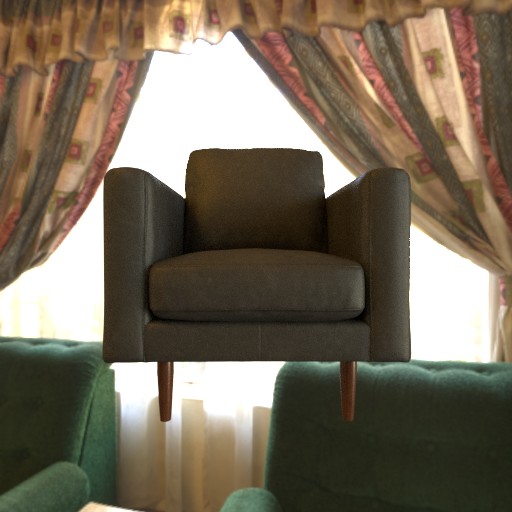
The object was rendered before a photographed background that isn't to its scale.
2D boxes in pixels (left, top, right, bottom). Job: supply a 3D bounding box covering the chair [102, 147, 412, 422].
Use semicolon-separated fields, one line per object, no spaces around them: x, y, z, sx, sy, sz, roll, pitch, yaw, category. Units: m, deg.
0.000;0.000;1.569;0.831;0.898;0.879;0;1;-1;chair
